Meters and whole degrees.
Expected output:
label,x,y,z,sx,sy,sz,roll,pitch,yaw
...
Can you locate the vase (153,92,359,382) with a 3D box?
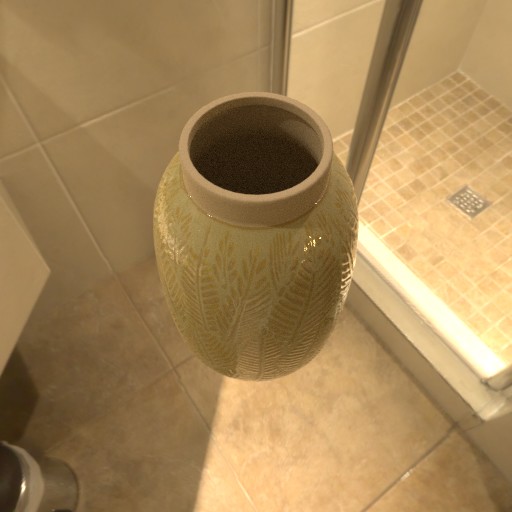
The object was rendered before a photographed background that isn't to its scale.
label,x,y,z,sx,sy,sz,roll,pitch,yaw
vase,0.000,0.000,0.390,0.172,0.270,0.172,0,58,0
